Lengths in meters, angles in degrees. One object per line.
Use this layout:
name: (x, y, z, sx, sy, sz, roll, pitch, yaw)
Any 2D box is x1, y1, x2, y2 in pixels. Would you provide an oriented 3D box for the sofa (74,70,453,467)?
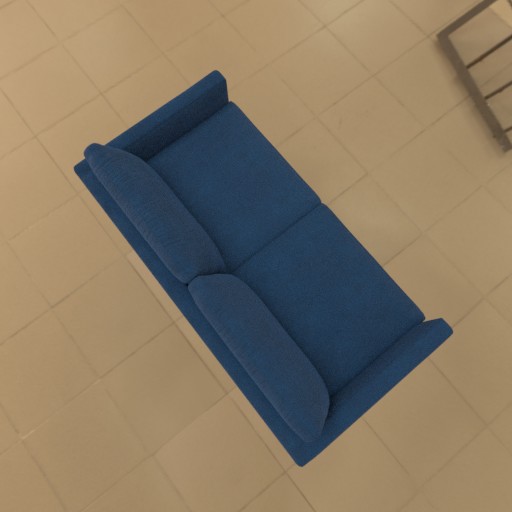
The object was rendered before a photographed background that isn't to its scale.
sofa: (0.000, 0.000, 2.158, 0.875, 0.817, 1.676, -38, 78, -9)
